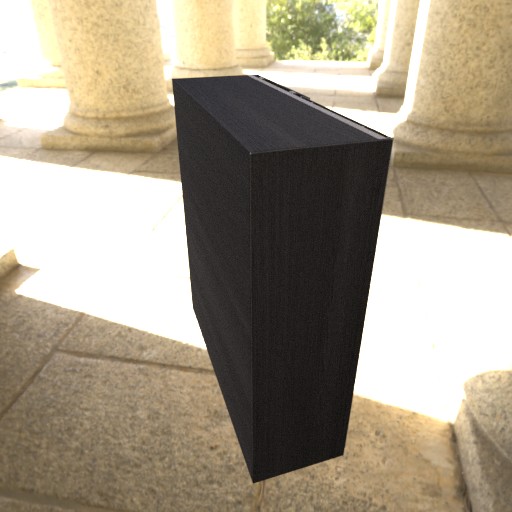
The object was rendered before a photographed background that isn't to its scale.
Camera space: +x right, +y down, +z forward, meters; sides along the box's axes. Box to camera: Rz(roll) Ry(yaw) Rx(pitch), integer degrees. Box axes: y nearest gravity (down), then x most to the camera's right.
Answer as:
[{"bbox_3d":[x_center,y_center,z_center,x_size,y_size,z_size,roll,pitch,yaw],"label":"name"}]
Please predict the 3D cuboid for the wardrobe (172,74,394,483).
[{"bbox_3d":[0.000,0.000,2.892,0.629,1.960,1.780,-10,32,-16],"label":"wardrobe"}]
